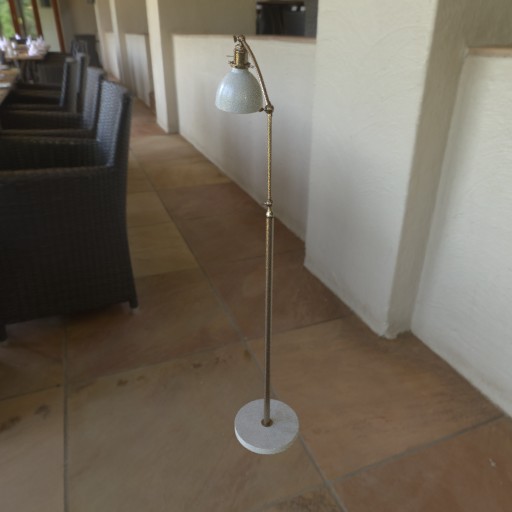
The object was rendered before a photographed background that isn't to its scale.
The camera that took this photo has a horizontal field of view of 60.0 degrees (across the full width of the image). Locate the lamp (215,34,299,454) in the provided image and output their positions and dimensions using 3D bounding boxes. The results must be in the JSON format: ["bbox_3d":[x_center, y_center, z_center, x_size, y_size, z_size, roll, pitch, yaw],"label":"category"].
[{"bbox_3d":[0.000,0.000,1.776,0.288,1.586,0.599,-8,28,-16],"label":"lamp"}]
